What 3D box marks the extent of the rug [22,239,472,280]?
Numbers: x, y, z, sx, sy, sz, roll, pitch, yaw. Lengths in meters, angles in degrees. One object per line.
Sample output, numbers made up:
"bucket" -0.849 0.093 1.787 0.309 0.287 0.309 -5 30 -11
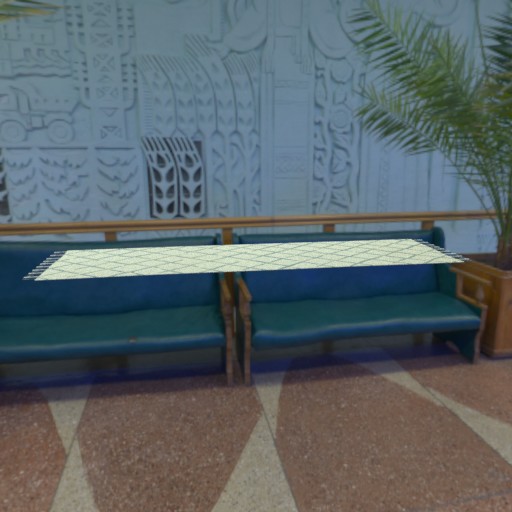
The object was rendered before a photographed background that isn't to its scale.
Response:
"rug" 0.000 0.000 2.580 2.372 0.008 0.620 -2 14 -9
